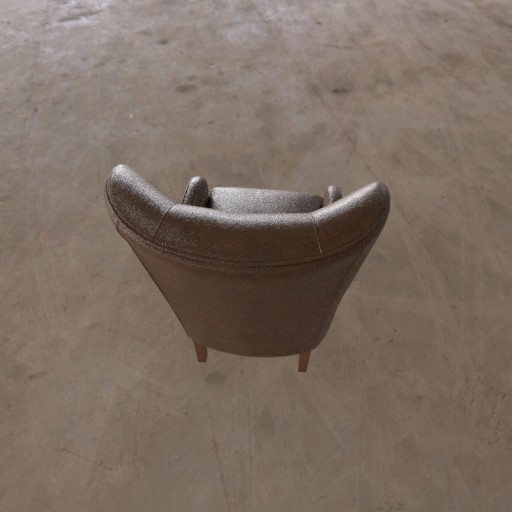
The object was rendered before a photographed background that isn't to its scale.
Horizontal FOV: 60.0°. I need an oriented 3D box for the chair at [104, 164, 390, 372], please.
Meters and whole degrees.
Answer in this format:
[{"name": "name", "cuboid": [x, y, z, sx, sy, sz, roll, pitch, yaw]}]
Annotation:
[{"name": "chair", "cuboid": [0.000, 0.000, 1.589, 0.692, 1.048, 0.914, 5, 48, 4]}]
